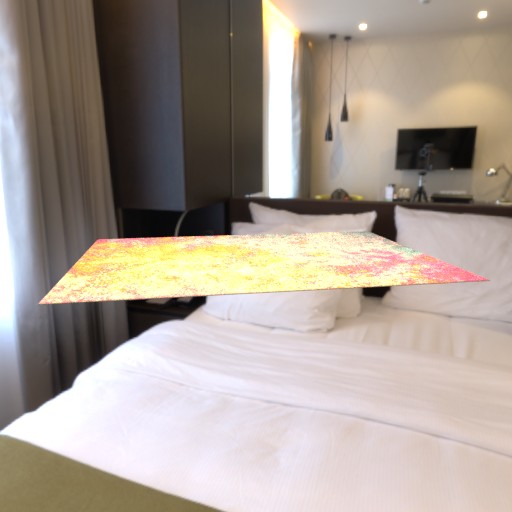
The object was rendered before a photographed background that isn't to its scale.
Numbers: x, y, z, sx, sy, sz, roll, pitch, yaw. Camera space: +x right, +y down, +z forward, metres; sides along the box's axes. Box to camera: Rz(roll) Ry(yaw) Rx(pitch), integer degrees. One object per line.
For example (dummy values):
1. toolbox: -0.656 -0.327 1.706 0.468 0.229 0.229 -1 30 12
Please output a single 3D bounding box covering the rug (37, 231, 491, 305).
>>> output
1. rug: 0.000 0.000 3.737 2.896 0.013 2.007 -2 13 -10
